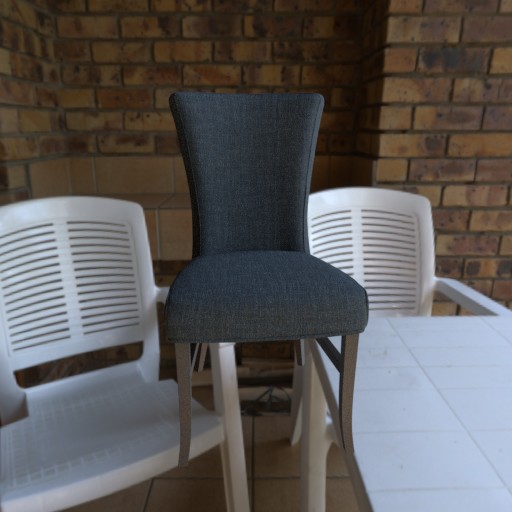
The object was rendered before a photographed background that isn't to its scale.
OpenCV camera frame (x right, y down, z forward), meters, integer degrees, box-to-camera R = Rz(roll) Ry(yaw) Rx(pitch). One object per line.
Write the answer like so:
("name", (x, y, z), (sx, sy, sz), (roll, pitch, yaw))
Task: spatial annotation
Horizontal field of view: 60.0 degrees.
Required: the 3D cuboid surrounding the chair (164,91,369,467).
("chair", (0.000, 0.000, 1.375), (0.520, 0.991, 0.660), (-2, 16, -6))
